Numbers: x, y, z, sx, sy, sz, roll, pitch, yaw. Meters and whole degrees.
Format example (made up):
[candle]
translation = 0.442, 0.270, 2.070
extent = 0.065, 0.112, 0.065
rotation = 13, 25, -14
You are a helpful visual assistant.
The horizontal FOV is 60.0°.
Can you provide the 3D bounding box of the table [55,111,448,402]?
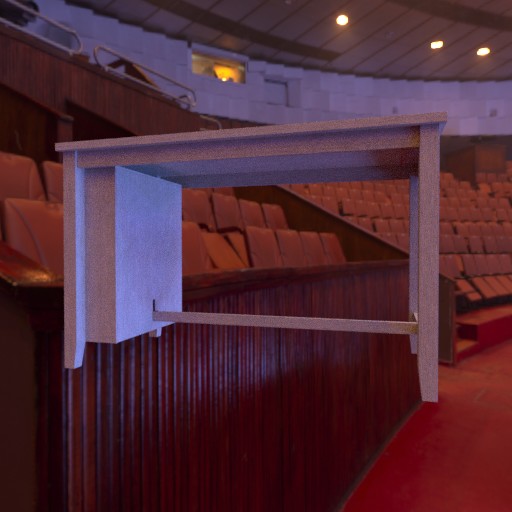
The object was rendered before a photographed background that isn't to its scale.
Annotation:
[table]
translation = 0.000, 0.000, 1.865
extent = 1.397, 0.874, 0.729
rotation = 0, 1, 17
